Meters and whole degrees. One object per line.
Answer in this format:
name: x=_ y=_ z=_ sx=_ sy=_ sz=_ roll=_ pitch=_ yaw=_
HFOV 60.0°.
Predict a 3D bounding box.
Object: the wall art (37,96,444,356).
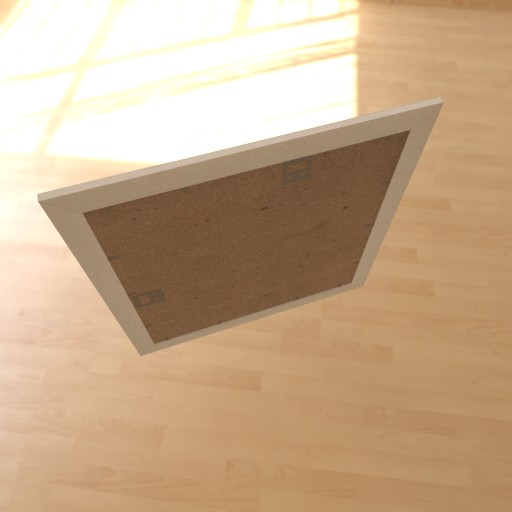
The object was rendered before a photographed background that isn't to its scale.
wall art: x=0.000 y=0.000 z=0.862 sx=0.584 sy=0.584 sz=0.013 roll=-16 pitch=60 yaw=-10
